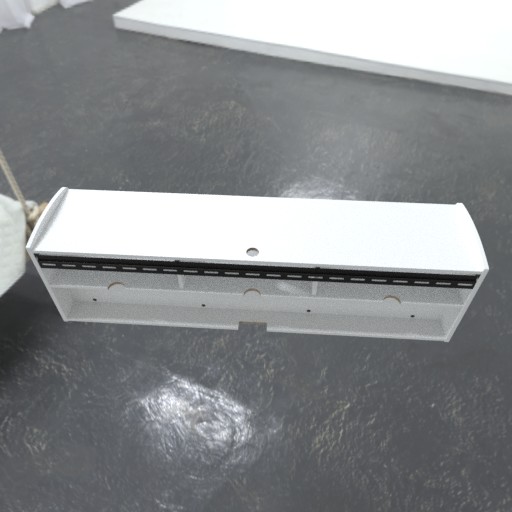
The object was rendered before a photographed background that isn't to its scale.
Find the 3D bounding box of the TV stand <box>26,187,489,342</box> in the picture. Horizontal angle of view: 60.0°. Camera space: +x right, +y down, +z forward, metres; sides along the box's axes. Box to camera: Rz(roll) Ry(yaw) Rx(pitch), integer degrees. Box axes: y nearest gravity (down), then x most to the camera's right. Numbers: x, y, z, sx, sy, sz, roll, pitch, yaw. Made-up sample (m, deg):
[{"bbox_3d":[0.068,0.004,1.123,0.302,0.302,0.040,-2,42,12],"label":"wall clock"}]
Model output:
[{"bbox_3d":[0.000,0.000,1.681,1.473,0.424,0.397,3,46,3],"label":"TV stand"}]
